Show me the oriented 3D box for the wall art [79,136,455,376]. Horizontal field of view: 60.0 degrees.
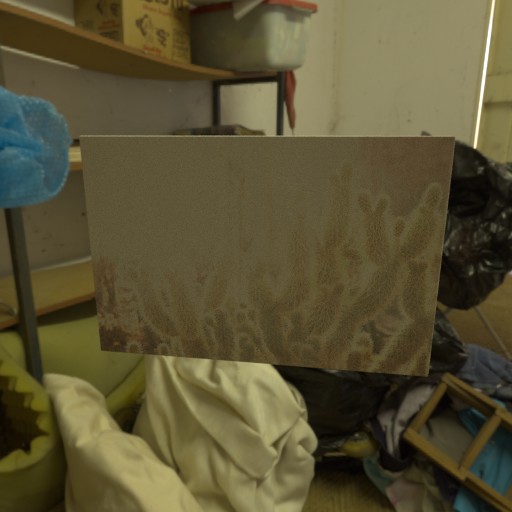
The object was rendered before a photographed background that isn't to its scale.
[{"bbox_3d":[0.000,0.000,1.451,1.142,0.758,0.041,2,16,9],"label":"wall art"}]
